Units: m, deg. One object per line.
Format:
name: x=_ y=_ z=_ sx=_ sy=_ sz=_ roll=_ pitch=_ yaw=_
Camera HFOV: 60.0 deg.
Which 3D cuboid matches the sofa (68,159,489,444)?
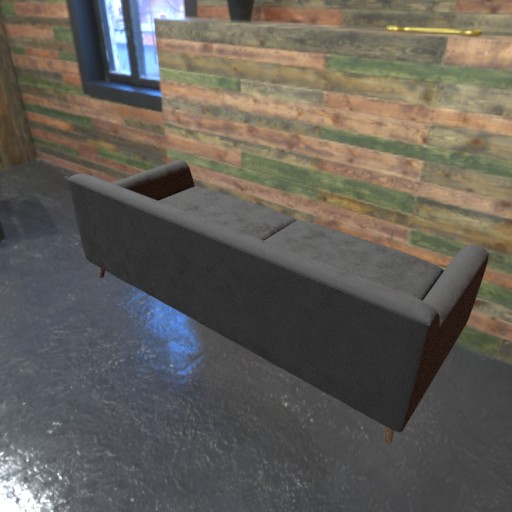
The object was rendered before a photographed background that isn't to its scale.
sofa: x=0.000 y=0.000 z=2.530 sx=2.190 sy=0.740 sz=0.900 roll=22 pitch=37 yaw=32
